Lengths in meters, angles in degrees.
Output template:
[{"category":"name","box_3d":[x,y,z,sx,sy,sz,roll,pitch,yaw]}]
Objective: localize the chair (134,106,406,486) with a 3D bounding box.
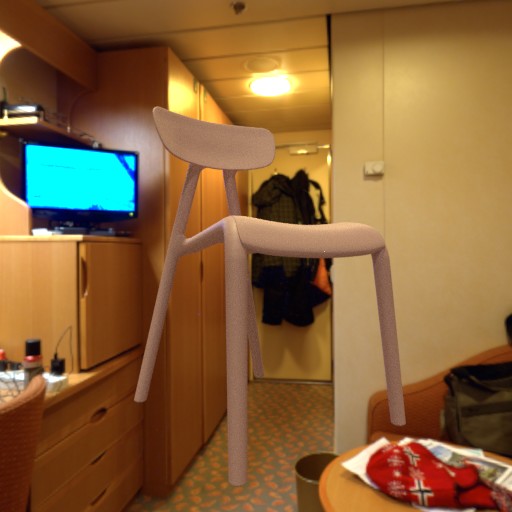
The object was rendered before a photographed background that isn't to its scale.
[{"category":"chair","box_3d":[0.000,0.000,0.816,0.356,0.580,0.401,0,1,-36]}]
